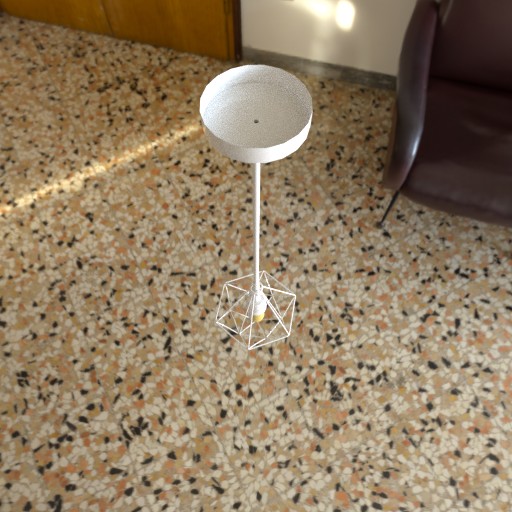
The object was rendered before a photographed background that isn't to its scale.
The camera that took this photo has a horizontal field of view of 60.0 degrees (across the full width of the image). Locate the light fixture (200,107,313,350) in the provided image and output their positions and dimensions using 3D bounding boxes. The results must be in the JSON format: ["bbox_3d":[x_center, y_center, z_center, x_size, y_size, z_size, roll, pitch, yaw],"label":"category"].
[{"bbox_3d":[0.000,0.000,1.943,0.487,1.764,0.431,-17,65,-8],"label":"light fixture"}]
